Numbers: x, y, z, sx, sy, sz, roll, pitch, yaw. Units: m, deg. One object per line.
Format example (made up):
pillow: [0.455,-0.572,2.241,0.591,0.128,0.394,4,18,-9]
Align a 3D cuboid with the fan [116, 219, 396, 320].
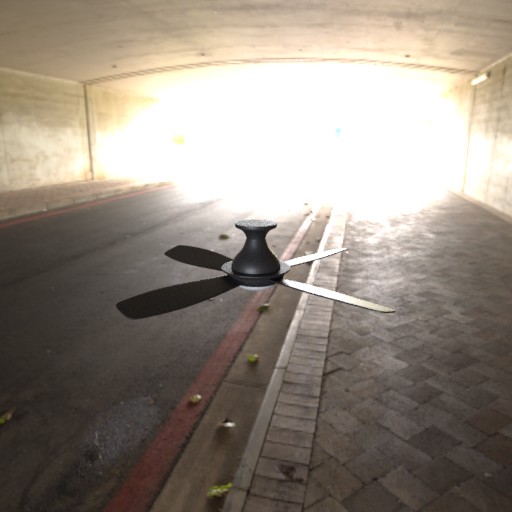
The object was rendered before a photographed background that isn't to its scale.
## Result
fan: [0.000,0.000,2.521,1.694,0.382,1.694,14,20,43]
